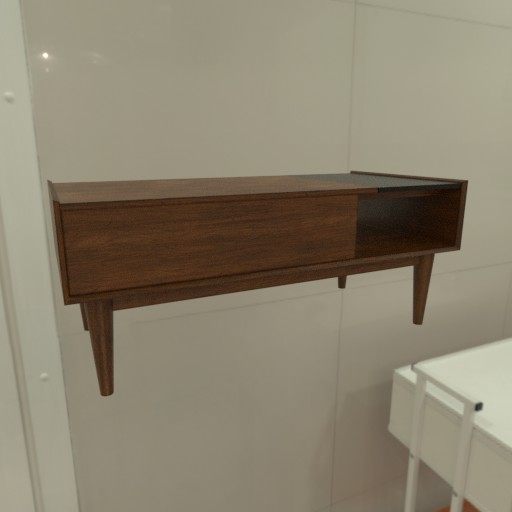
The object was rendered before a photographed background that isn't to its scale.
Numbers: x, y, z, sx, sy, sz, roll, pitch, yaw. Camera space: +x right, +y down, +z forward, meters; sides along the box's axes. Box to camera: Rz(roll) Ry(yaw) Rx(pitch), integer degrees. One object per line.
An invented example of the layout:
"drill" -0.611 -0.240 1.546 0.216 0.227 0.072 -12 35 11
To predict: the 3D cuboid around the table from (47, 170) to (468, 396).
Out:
"table" 0.000 0.000 1.498 1.221 0.508 0.610 -7 16 -25
